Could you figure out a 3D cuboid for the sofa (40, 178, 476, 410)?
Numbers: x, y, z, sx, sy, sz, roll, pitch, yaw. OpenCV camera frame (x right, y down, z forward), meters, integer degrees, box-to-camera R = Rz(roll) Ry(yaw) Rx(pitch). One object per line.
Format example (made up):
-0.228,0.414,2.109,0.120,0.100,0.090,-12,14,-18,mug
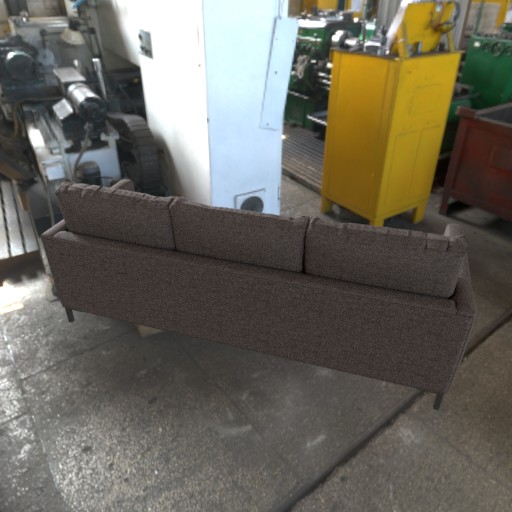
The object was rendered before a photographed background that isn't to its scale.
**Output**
0.000,0.000,2.589,2.253,0.882,0.876,10,34,15,sofa
